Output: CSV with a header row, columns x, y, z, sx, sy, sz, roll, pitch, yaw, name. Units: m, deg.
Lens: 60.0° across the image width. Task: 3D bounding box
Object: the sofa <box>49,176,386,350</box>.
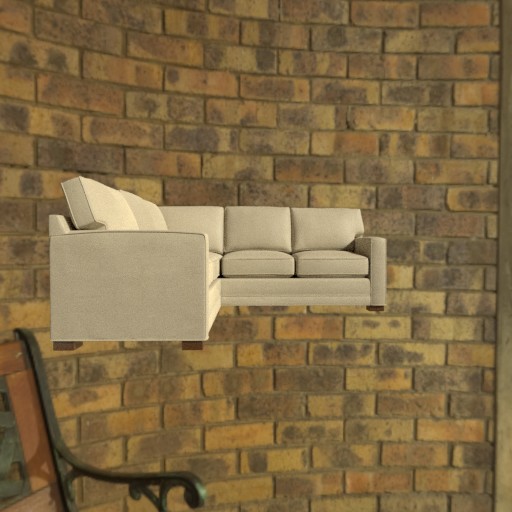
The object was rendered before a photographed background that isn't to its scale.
x,y,z,sx,sy,sz,roll,pitch,yaw,name
0.000,0.000,3.386,2.189,0.939,2.182,0,1,-1,sofa
